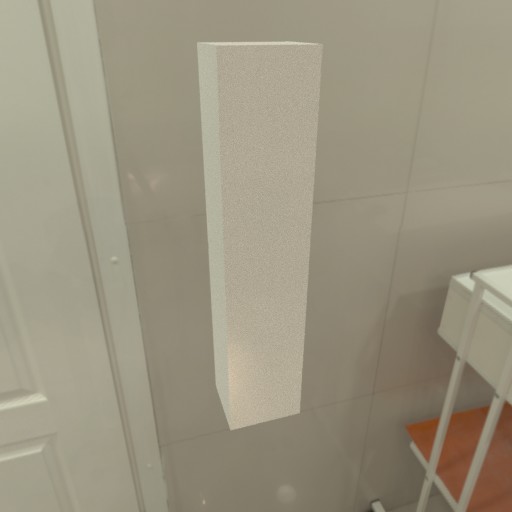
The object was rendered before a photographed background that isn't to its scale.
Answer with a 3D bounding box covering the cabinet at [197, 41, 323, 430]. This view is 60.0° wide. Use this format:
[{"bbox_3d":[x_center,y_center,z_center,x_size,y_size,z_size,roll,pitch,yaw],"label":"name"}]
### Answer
[{"bbox_3d":[0.000,0.000,1.616,0.300,1.400,0.270,-8,28,-16],"label":"cabinet"}]
